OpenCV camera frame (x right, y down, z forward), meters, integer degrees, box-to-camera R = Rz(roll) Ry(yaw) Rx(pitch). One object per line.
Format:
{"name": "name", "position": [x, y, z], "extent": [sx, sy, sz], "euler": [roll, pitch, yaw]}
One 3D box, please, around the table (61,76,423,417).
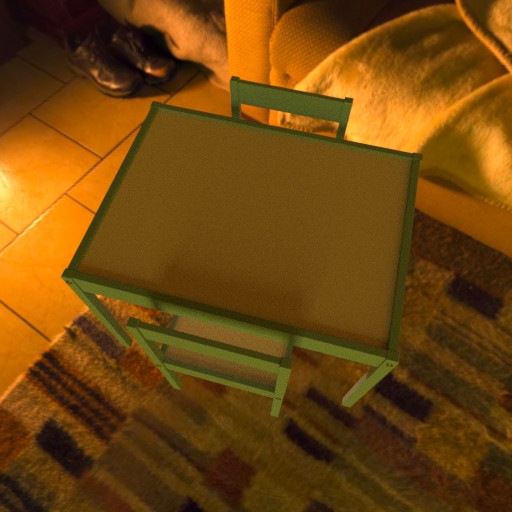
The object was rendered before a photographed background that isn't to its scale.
{"name": "table", "position": [0.000, 0.000, 1.089], "extent": [0.639, 0.503, 0.633], "euler": [13, 63, 7]}
